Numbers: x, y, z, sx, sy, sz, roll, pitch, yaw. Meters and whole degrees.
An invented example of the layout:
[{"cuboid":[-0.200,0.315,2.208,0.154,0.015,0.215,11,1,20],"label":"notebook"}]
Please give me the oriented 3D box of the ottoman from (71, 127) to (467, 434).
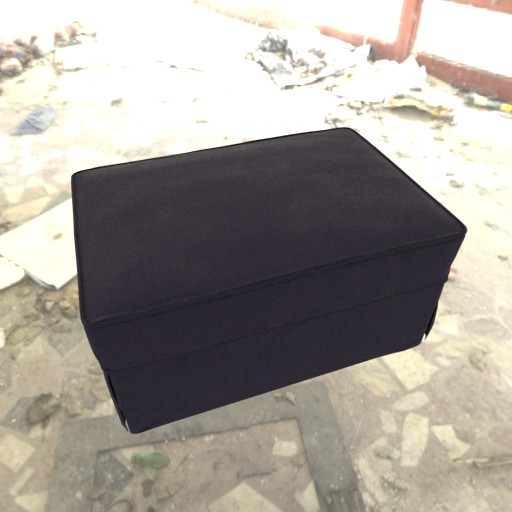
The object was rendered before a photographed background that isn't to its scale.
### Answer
[{"cuboid":[0.000,0.000,1.300,0.938,0.503,0.637,-13,43,-14],"label":"ottoman"}]
